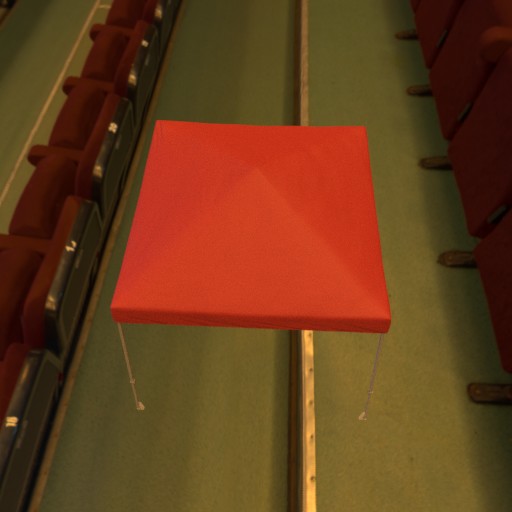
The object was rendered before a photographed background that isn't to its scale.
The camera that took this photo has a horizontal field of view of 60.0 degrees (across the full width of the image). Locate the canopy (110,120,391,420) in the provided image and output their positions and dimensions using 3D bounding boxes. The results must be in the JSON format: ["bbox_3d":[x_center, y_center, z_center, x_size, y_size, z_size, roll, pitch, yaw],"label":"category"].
[{"bbox_3d":[0.000,0.000,6.417,3.599,3.600,3.600,2,57,1],"label":"canopy"}]
